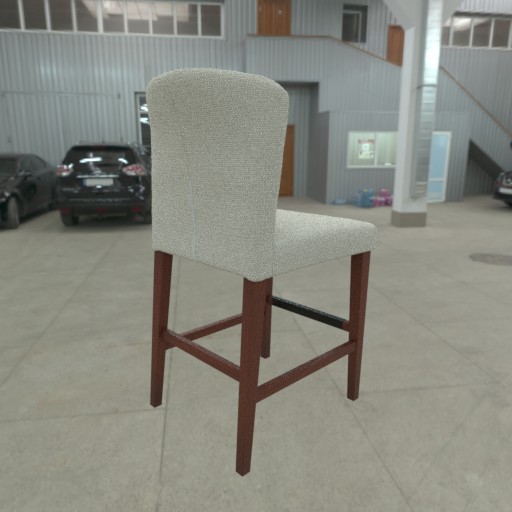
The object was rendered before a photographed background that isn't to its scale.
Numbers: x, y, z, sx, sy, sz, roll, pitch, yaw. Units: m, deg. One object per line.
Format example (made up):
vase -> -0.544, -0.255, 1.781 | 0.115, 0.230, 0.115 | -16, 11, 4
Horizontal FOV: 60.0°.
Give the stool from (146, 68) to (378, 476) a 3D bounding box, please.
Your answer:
stool -> 0.000, 0.000, 1.313 | 0.568, 0.969, 0.481 | -13, 19, -42
